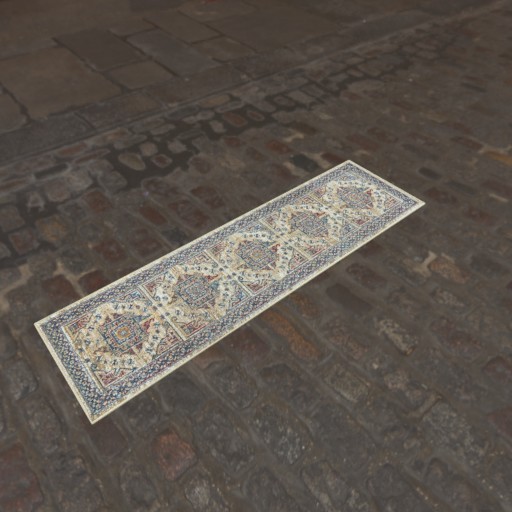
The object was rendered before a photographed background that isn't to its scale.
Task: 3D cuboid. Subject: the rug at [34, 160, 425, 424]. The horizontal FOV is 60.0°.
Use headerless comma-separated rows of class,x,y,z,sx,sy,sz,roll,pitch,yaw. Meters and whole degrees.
rug,0.000,0.000,2.525,2.297,0.013,0.661,-30,52,-27
